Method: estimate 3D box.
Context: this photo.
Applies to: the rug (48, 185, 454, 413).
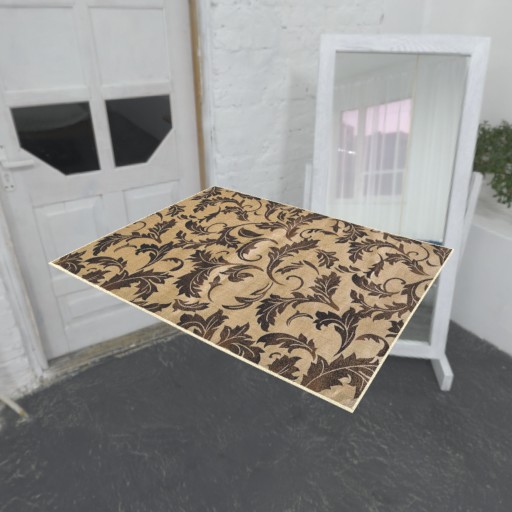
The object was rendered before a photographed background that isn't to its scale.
[{"bbox_3d":[0.000,0.000,4.129,2.977,0.008,2.380,19,35,29],"label":"rug"}]
